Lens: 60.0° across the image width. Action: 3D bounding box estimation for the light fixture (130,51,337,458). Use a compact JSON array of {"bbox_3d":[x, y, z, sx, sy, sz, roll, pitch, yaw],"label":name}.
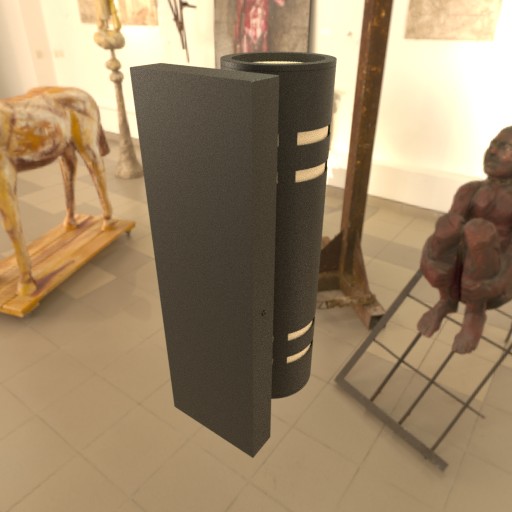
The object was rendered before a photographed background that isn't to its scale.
[{"bbox_3d":[0.000,0.000,0.408,0.105,0.330,0.149,20,36,31],"label":"light fixture"}]
